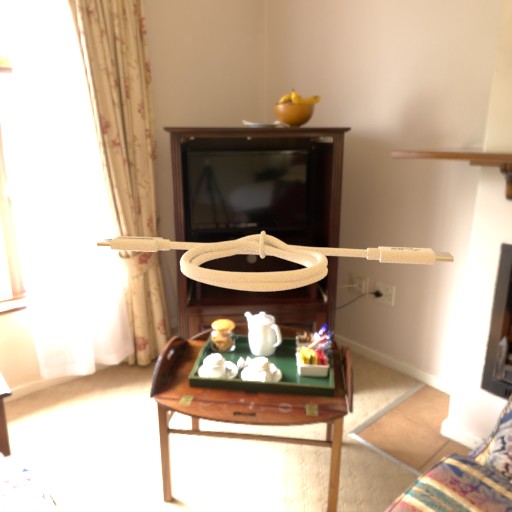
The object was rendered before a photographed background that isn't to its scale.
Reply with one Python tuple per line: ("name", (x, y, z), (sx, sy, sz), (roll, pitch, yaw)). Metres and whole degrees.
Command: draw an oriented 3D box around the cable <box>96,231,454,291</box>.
("cable", (0.000, 0.000, 0.207), (0.186, 0.014, 0.070), (2, 15, 9))
